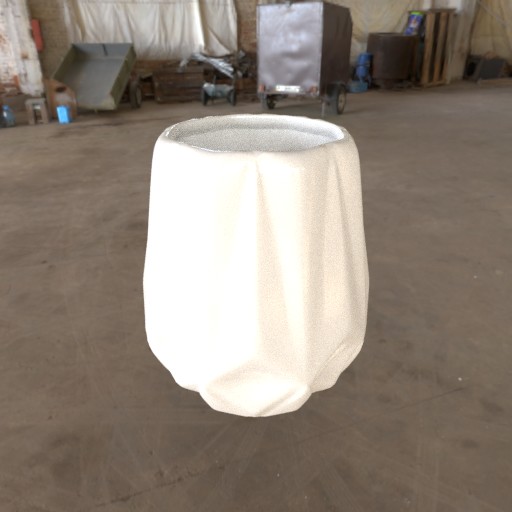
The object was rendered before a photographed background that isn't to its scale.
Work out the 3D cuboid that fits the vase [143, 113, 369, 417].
[{"bbox_3d":[0.000,0.000,0.270,0.141,0.152,0.141,0,27,0],"label":"vase"}]
